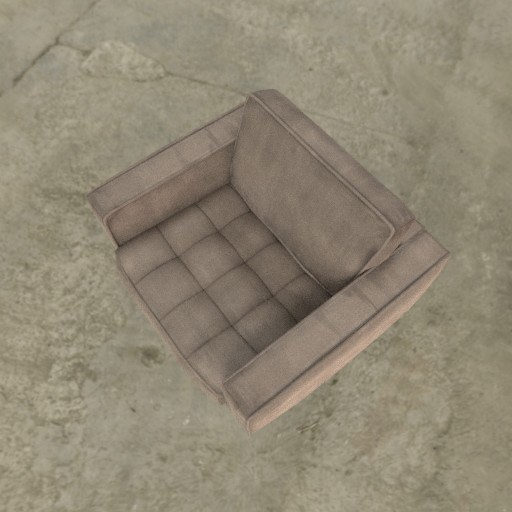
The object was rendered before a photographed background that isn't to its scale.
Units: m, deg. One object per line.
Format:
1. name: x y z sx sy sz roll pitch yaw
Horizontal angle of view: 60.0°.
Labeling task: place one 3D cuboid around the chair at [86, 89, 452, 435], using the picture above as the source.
1. chair: 0.000 0.000 1.549 0.843 0.773 0.928 -35 68 -16
